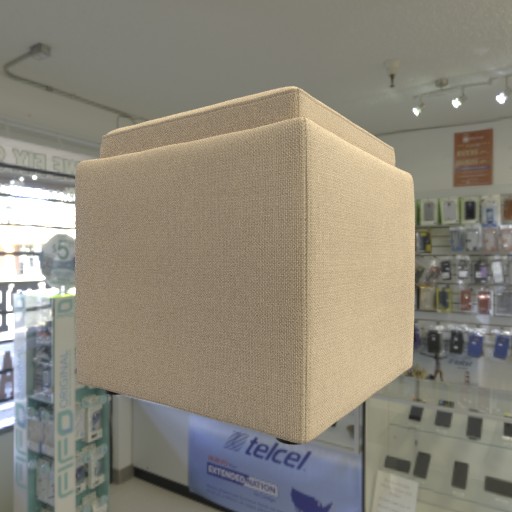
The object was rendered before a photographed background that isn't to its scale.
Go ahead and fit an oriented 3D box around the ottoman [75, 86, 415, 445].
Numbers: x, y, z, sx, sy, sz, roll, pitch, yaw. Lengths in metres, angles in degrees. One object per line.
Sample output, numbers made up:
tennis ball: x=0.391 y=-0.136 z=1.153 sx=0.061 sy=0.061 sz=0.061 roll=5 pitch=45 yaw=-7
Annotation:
ottoman: x=0.000 y=0.000 z=0.794 sx=0.451 sy=0.460 sz=0.450 roll=0 pitch=0 yaw=35
